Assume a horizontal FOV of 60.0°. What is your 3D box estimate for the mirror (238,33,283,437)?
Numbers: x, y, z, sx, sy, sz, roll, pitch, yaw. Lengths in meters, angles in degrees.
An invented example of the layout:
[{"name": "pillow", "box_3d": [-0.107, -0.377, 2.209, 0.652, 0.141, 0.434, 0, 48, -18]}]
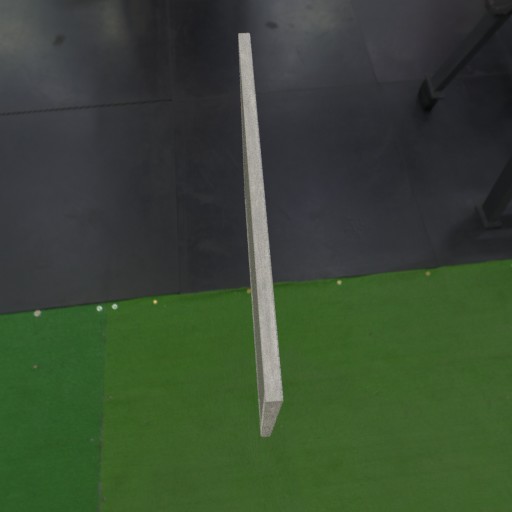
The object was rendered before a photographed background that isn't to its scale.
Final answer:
[{"name": "mirror", "box_3d": [0.000, 0.000, 1.170, 0.028, 0.689, 0.839, -3, 64, -2]}]
